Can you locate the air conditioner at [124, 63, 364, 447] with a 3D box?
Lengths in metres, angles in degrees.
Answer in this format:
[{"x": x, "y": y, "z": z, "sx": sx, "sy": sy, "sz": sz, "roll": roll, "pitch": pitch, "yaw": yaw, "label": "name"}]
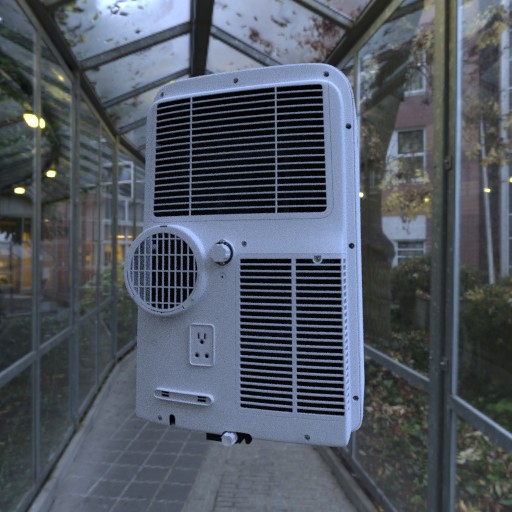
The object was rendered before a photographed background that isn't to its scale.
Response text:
[{"x": 0.000, "y": 0.000, "z": 0.946, "sx": 0.454, "sy": 0.700, "sz": 0.365, "roll": 0, "pitch": 0, "yaw": 18, "label": "air conditioner"}]
